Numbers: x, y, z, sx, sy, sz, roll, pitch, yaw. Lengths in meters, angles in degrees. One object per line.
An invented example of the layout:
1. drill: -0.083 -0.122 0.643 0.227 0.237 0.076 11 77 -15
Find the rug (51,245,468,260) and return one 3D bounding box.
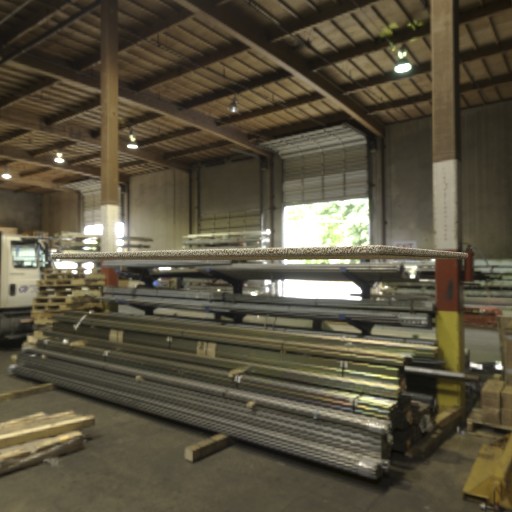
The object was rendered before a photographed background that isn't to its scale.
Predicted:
1. rug: 0.000 0.000 2.276 1.778 0.030 1.219 -1 -1 36
